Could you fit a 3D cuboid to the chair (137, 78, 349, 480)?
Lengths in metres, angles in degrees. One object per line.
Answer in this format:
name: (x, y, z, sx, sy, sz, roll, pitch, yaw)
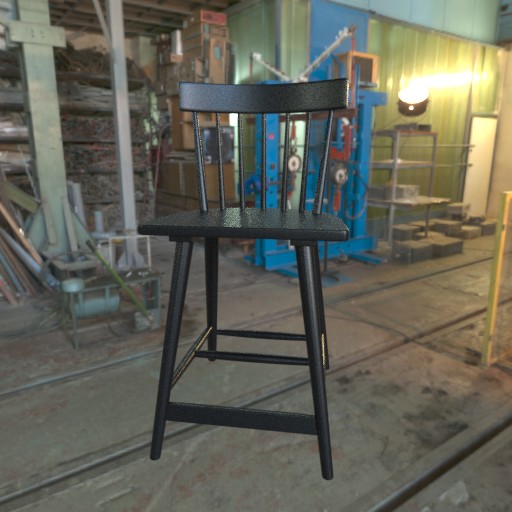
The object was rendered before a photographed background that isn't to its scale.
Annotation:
chair: (0.000, 0.000, 1.248, 0.483, 0.952, 0.572, 2, 14, 9)
